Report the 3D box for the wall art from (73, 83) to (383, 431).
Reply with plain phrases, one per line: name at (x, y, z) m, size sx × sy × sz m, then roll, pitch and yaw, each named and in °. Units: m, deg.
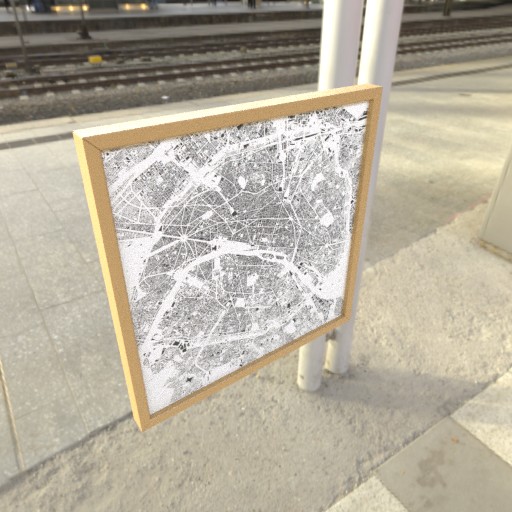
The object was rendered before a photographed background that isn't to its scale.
wall art at (0.000, 0.000, 0.769) m, size 0.509 × 0.509 × 0.036 m, roll -21°, pitch 37°, yaw -30°
